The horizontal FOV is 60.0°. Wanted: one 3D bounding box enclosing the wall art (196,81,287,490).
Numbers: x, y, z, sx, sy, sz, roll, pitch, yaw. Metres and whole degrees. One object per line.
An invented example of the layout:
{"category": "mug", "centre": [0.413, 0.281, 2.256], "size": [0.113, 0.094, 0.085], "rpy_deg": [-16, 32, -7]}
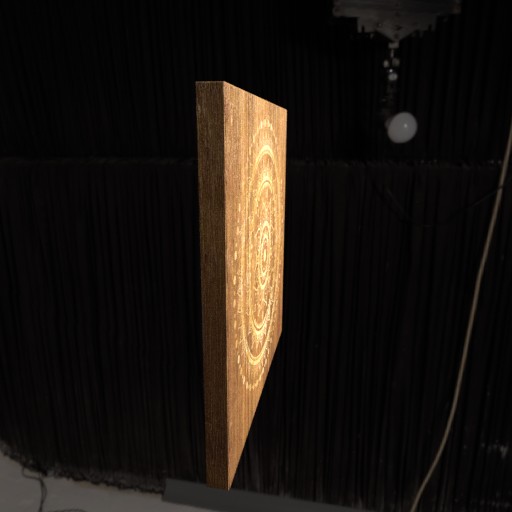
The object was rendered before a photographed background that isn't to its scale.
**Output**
{"category": "wall art", "centre": [0.000, 0.000, 0.909], "size": [0.042, 0.608, 0.611], "rpy_deg": [3, 16, 10]}
